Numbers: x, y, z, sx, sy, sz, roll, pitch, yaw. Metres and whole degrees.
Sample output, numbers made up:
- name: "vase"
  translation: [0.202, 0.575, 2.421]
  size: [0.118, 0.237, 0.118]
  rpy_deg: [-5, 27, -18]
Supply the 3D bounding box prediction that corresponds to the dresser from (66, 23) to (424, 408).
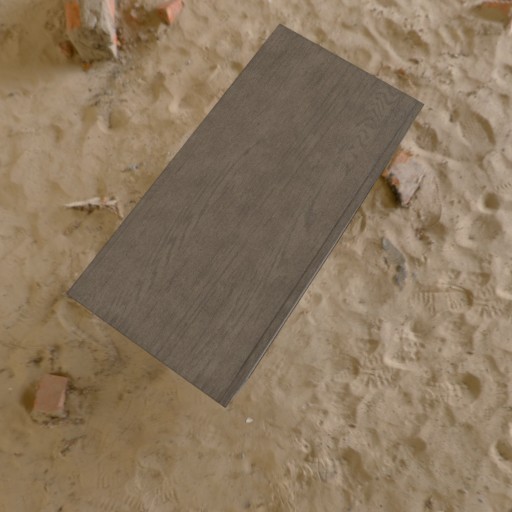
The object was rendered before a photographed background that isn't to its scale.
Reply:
- name: "dresser"
  translation: [0.000, 0.000, 1.789]
  size: [0.483, 1.295, 0.967]
  rpy_deg: [33, 78, 8]
